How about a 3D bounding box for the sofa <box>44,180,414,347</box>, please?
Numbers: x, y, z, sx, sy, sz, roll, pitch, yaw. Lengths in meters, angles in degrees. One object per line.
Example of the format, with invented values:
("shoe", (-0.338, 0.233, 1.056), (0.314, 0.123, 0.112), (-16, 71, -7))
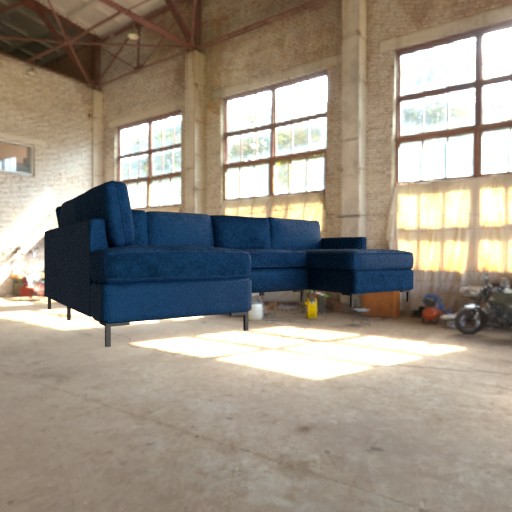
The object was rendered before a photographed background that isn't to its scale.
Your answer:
("sofa", (0.000, 0.000, 4.230), (3.434, 0.992, 2.055), (0, 0, -34))
